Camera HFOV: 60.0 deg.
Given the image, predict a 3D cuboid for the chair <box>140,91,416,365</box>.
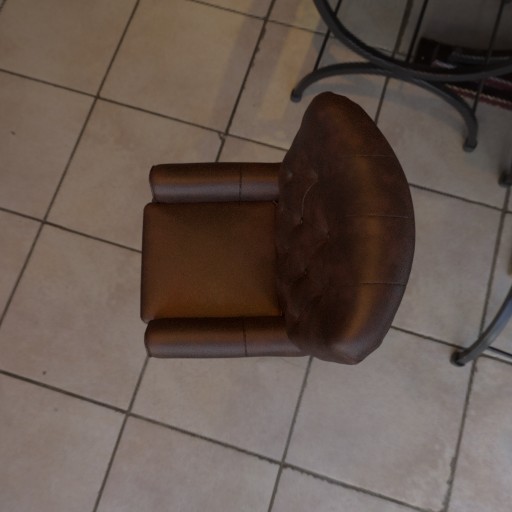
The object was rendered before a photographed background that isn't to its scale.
[{"bbox_3d":[0.000,0.000,1.959,1.058,1.158,0.948,-2,77,0],"label":"chair"}]
